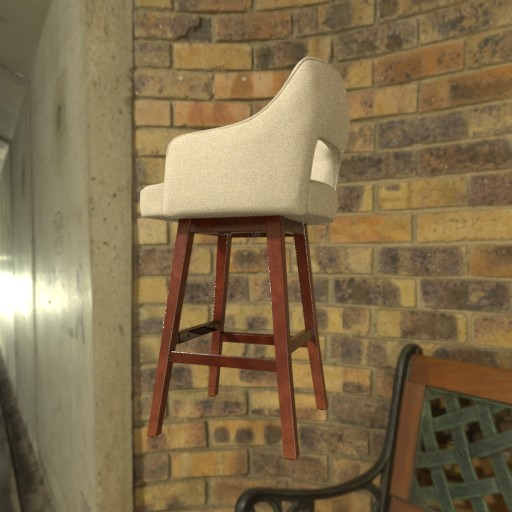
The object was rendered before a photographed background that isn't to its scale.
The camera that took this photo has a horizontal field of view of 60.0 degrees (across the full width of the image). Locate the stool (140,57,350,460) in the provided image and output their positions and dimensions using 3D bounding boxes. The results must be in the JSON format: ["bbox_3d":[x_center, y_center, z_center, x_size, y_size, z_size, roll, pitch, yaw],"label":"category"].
[{"bbox_3d":[0.000,0.000,1.384,0.560,1.041,0.550,0,0,20],"label":"stool"}]
